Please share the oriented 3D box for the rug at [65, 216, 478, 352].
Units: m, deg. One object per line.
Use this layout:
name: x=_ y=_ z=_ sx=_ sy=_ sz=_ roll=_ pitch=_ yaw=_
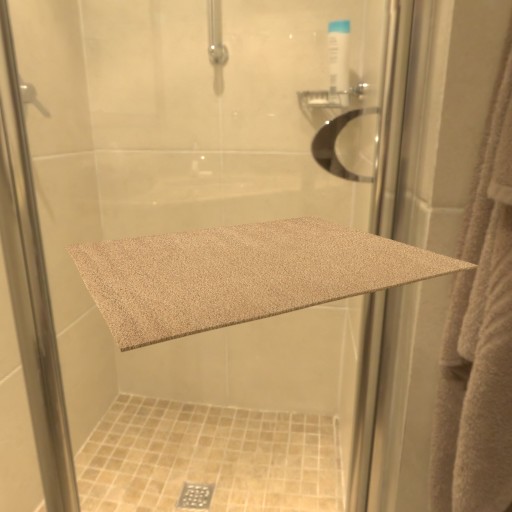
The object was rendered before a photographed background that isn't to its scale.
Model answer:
rug: x=0.000 y=0.000 z=4.083 sx=3.000 sy=0.026 sz=2.400 roll=-9 pitch=19 yaw=-28
